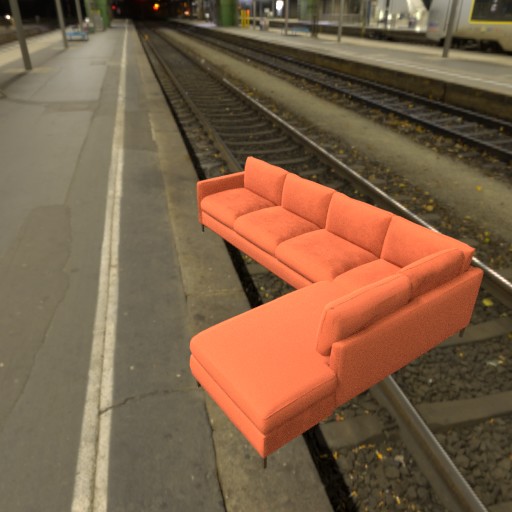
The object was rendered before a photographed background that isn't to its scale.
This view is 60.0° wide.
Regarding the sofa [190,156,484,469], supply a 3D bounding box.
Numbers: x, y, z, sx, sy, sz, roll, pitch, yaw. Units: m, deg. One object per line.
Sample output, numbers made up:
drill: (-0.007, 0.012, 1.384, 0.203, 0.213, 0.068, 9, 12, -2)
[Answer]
sofa: (0.000, 0.000, 3.539, 1.879, 0.757, 2.736, -19, 34, -30)
